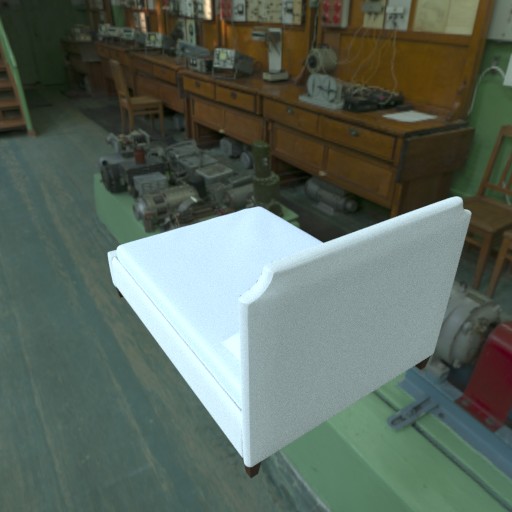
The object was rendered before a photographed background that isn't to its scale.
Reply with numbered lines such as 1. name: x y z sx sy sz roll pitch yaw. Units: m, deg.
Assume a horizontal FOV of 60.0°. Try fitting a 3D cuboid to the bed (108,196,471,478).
1. bed: 0.000 0.000 3.474 1.712 1.443 2.372 -19 35 -29
